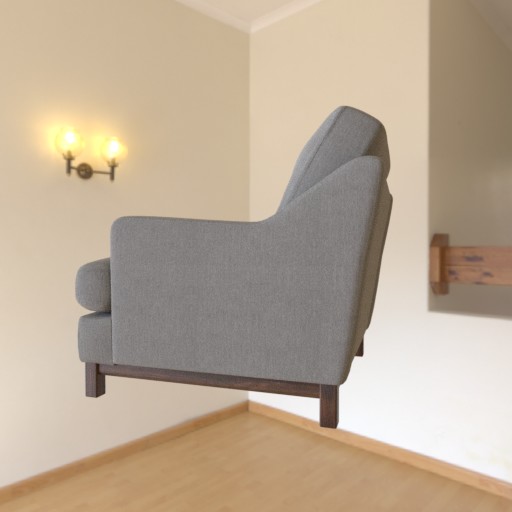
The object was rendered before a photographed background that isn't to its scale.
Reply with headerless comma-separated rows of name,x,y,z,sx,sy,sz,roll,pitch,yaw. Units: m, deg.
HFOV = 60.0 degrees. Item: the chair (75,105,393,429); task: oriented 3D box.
chair,0.000,0.000,1.541,0.892,0.821,0.826,0,1,18
